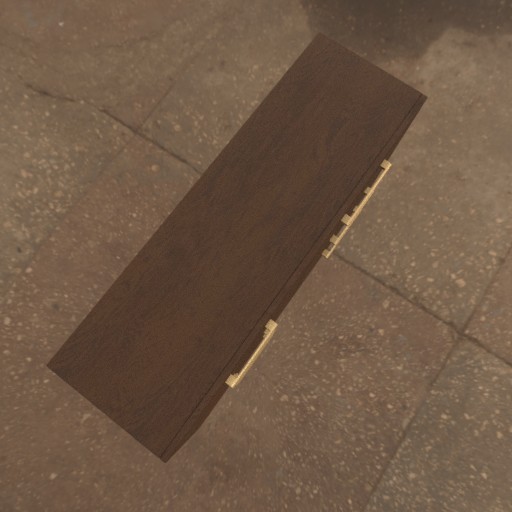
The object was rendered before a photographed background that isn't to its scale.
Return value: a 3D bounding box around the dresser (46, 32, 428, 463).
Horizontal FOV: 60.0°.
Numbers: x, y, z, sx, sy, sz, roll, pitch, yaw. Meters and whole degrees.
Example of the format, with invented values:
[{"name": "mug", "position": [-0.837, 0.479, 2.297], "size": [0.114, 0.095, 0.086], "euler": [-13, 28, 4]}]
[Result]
[{"name": "dresser", "position": [0.000, 0.000, 1.925], "size": [0.512, 0.889, 1.523], "euler": [35, 78, 8]}]
